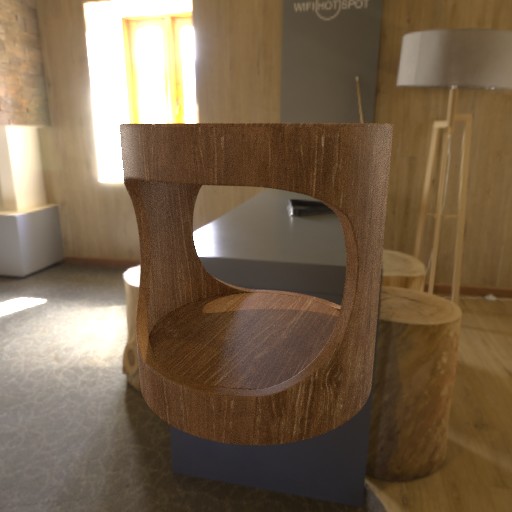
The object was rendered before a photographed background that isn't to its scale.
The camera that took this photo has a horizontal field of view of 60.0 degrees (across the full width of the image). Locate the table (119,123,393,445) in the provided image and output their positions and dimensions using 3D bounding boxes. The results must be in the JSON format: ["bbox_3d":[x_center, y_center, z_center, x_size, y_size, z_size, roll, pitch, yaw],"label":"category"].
[{"bbox_3d":[0.000,0.000,0.964,0.527,0.551,0.527,0,16,0],"label":"table"}]
